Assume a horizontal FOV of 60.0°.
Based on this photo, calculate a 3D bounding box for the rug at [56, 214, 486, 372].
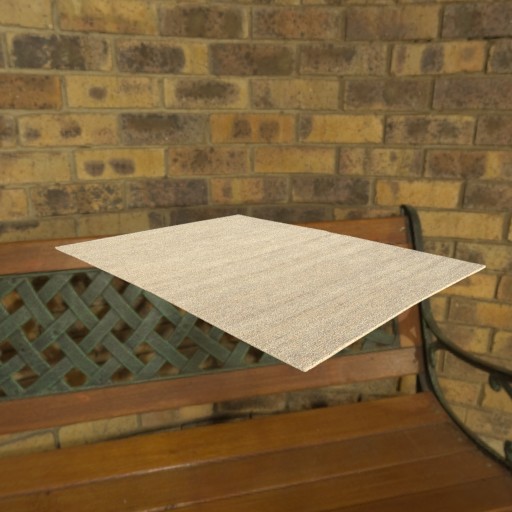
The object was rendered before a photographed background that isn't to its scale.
[{"bbox_3d":[0.000,0.000,4.624,2.757,0.051,3.626,-15,22,-42],"label":"rug"}]
